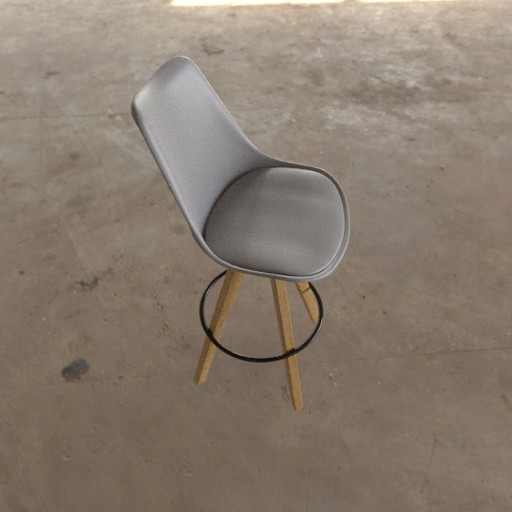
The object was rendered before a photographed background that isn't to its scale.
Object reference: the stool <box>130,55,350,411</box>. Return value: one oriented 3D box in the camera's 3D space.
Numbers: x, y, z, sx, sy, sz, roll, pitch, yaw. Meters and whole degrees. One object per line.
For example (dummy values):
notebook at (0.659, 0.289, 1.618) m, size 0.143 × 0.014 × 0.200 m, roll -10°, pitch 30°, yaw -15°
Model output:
stool at (0.000, 0.000, 1.421) m, size 0.550 × 1.115 × 0.485 m, roll 11°, pitch 49°, yaw 10°
